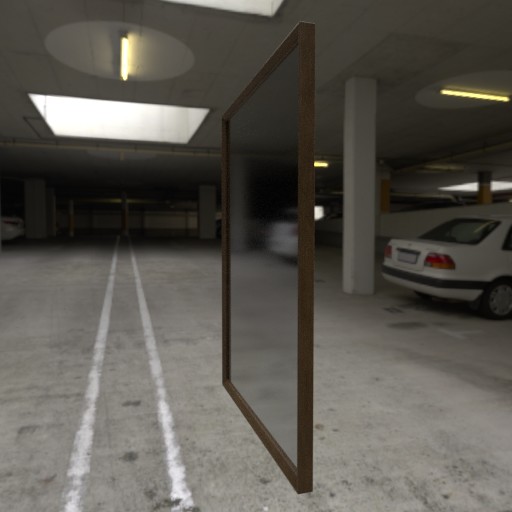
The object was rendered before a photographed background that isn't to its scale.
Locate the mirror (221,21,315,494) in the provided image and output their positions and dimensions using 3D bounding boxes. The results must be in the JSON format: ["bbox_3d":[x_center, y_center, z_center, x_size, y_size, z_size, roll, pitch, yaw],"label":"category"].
[{"bbox_3d":[0.000,0.000,1.320,0.041,1.016,0.762,-1,2,-17],"label":"mirror"}]
